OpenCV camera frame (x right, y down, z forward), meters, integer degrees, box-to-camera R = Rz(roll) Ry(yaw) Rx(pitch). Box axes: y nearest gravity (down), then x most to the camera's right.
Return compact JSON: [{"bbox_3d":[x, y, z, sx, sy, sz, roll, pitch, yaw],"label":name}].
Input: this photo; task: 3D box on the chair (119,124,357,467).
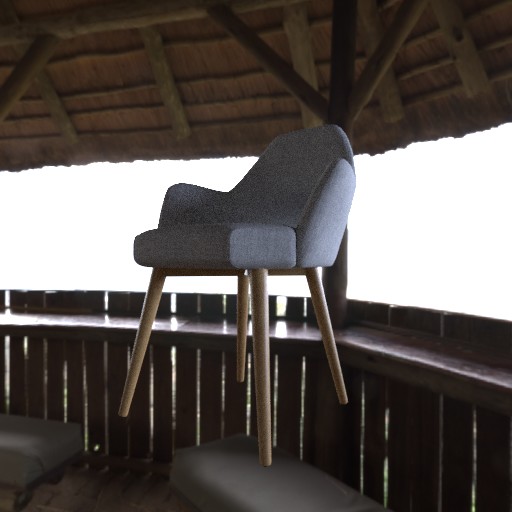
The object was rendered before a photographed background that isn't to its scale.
[{"bbox_3d":[0.000,0.000,1.235,0.590,0.840,0.610,0,-1,37],"label":"chair"}]
